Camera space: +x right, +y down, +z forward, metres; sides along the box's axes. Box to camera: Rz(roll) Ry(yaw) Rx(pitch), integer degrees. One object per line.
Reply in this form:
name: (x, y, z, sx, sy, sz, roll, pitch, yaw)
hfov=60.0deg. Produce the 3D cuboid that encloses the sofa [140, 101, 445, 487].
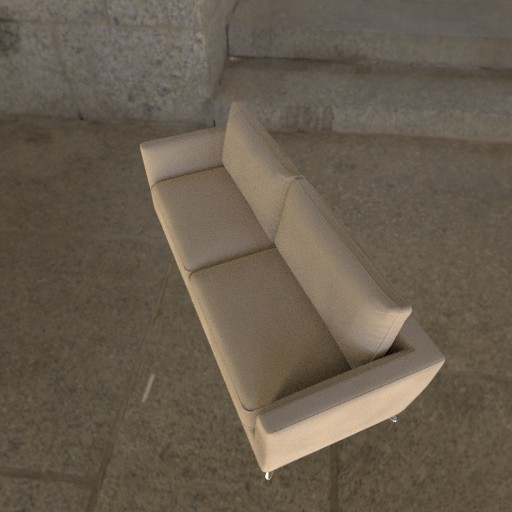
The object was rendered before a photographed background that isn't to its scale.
sofa: (0.000, 0.000, 2.660, 0.868, 1.005, 2.214, -17, 48, -16)
